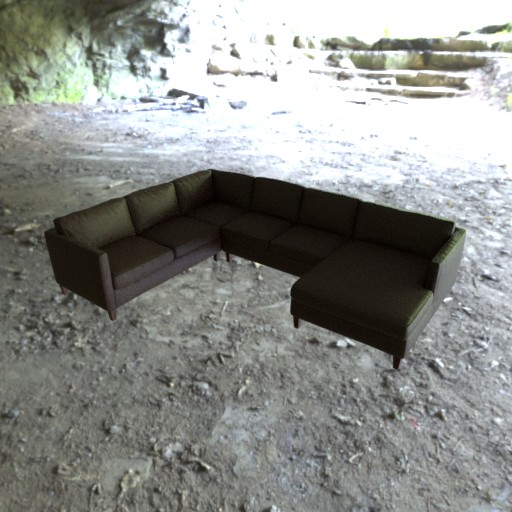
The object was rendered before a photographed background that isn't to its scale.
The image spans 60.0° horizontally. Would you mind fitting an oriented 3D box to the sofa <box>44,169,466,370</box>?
[{"bbox_3d":[0.000,0.000,4.566,3.460,0.923,2.593,18,32,32],"label":"sofa"}]
